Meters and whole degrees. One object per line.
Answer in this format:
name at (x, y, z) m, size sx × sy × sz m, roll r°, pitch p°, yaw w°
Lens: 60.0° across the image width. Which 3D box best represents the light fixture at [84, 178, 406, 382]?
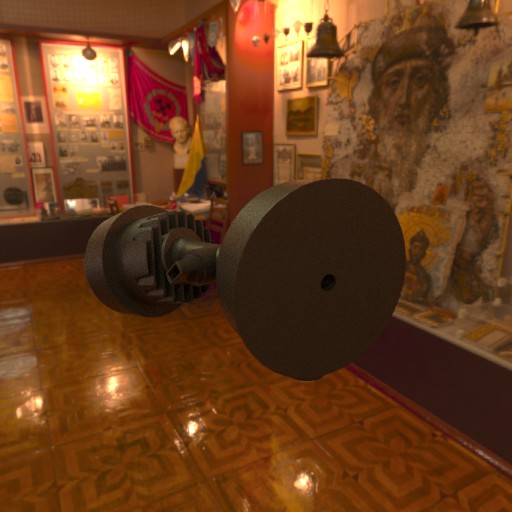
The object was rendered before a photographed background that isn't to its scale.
light fixture at (0.000, 0.000, 0.306) m, size 0.213 × 0.120 × 0.168 m, roll -7°, pitch 17°, yaw -26°
